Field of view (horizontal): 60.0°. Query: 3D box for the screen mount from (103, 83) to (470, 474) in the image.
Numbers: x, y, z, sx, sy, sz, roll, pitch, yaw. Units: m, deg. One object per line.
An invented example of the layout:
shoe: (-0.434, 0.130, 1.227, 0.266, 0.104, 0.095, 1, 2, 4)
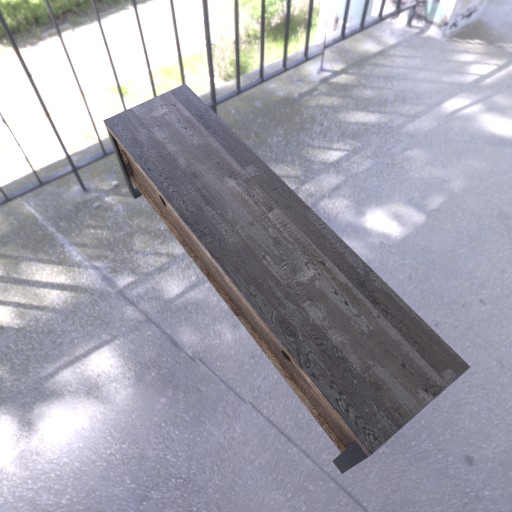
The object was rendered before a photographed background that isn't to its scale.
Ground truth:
screen mount: (0.000, 0.000, 1.697, 0.395, 0.450, 1.524, -32, 63, -18)
